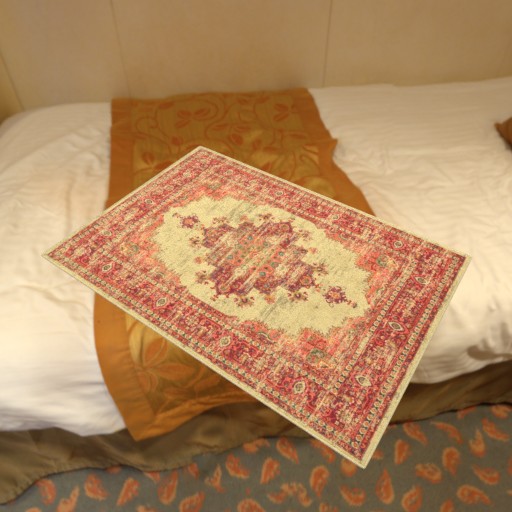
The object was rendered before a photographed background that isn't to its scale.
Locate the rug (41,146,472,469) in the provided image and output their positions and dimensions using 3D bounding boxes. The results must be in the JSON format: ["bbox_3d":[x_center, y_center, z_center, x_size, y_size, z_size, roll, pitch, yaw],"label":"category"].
[{"bbox_3d":[0.000,0.000,3.591,2.878,0.014,2.005,27,51,24],"label":"rug"}]
